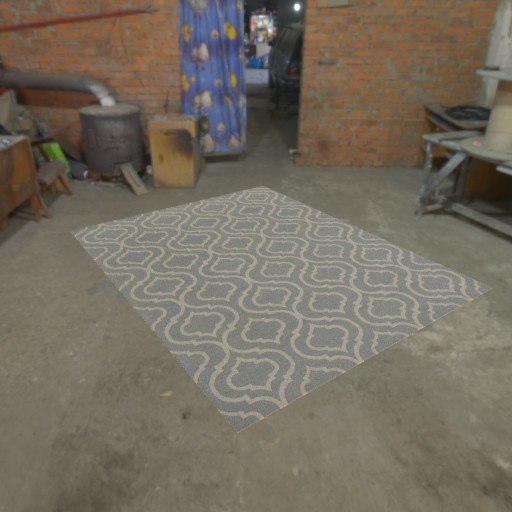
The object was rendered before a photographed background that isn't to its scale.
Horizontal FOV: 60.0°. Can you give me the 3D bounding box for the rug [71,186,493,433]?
[{"bbox_3d":[0.000,0.000,3.769,2.283,0.006,2.892,-18,33,-31],"label":"rug"}]
